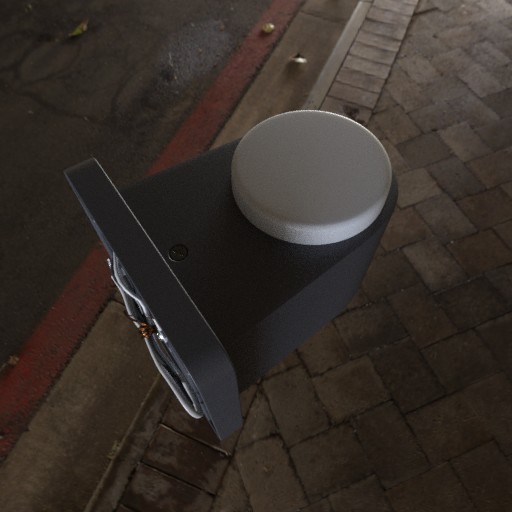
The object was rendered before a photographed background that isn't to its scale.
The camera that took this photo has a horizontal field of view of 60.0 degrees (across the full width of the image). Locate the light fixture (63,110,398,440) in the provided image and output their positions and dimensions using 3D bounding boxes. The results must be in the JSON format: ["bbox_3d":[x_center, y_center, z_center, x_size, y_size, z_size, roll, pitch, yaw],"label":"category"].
[{"bbox_3d":[0.000,0.000,0.215,0.132,0.109,0.109,-31,64,-17],"label":"light fixture"}]
